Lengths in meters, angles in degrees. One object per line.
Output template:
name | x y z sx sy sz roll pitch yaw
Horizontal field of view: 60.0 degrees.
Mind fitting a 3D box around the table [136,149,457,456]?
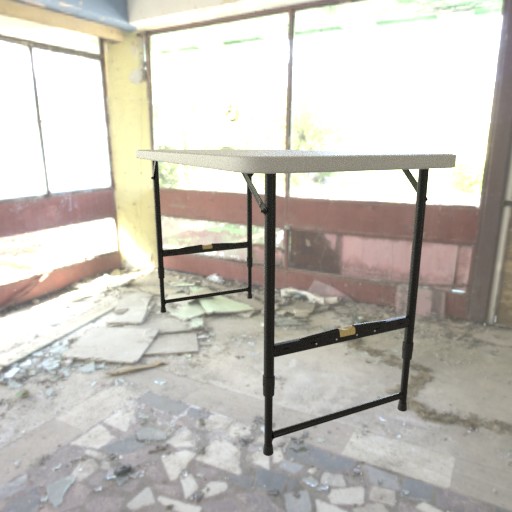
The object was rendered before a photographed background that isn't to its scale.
table | 0.000 0.000 1.601 0.610 0.737 1.219 -7 16 -25
